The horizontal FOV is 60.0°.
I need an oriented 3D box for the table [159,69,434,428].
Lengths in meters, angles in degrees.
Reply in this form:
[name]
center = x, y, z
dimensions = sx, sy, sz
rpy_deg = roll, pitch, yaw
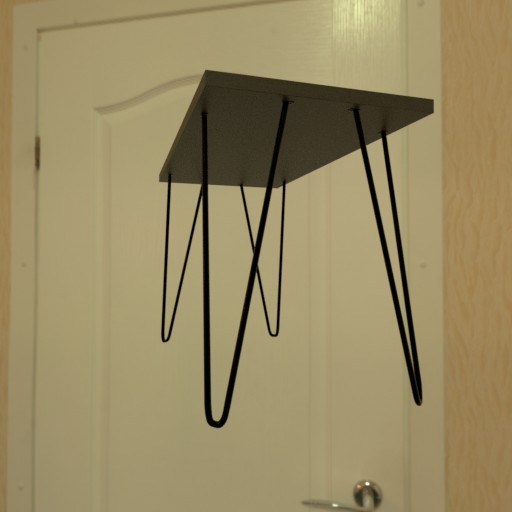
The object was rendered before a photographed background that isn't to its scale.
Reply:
[table]
center = 0.000, 0.000, 1.350
dimensions = 0.499, 0.660, 0.991
rpy_deg = 0, -1, -17
